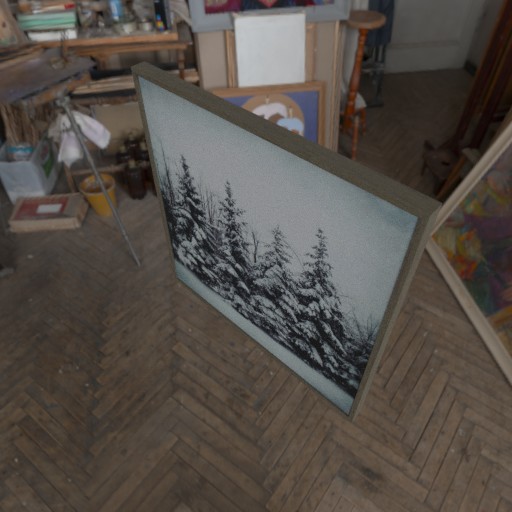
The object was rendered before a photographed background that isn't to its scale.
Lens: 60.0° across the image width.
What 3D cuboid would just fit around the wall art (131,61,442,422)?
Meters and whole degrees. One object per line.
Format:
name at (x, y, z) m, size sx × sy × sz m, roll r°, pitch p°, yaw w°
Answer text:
wall art at (0.000, 0.000, 1.133) m, size 0.758 × 0.758 × 0.039 m, roll 34°, pitch 55°, yaw 28°
